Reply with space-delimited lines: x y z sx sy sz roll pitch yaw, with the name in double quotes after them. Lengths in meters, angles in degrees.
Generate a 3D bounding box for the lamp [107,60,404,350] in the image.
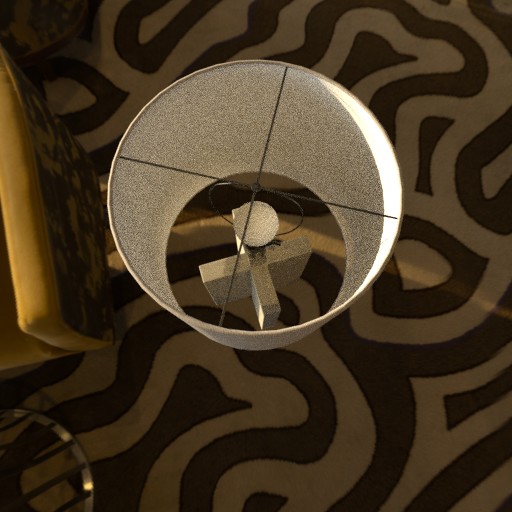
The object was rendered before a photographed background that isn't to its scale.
0.000 0.000 0.547 0.229 0.428 0.229 -16 76 -4 "lamp"
